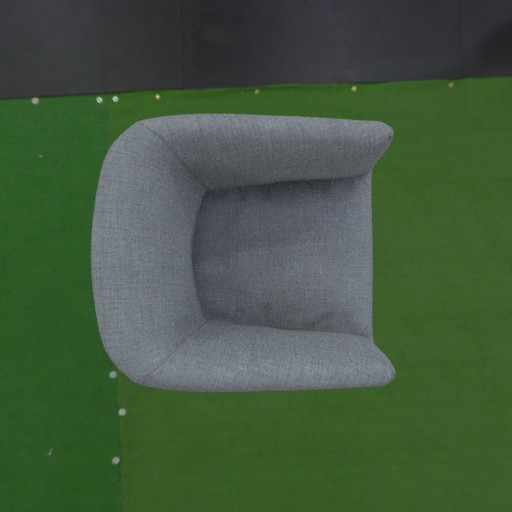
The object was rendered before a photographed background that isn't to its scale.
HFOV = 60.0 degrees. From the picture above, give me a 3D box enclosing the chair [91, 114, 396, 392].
[{"bbox_3d":[0.000,0.000,1.266,0.668,0.771,0.600,0,88,0],"label":"chair"}]
